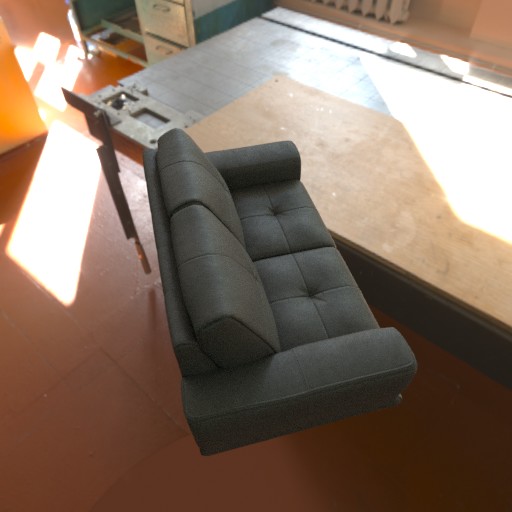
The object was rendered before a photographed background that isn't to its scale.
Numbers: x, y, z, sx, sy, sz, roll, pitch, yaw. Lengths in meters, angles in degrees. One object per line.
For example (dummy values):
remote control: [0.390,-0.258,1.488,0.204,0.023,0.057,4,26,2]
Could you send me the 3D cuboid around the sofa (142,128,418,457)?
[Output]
sofa: [0.000,0.000,2.429,1.018,0.907,1.806,-11,49,-10]
